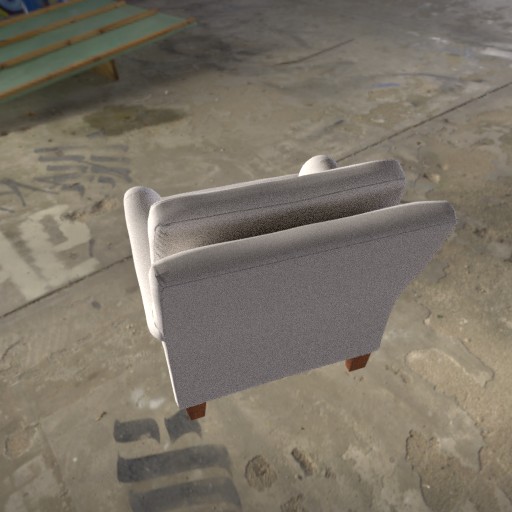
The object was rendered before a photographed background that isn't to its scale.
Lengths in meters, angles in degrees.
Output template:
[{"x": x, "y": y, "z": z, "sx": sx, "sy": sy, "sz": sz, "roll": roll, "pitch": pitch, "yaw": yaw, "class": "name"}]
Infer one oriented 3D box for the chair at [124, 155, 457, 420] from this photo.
[{"x": 0.000, "y": 0.000, "z": 1.829, "sx": 0.955, "sy": 1.038, "sz": 1.070, "roll": -13, "pitch": 43, "yaw": -14, "class": "chair"}]
